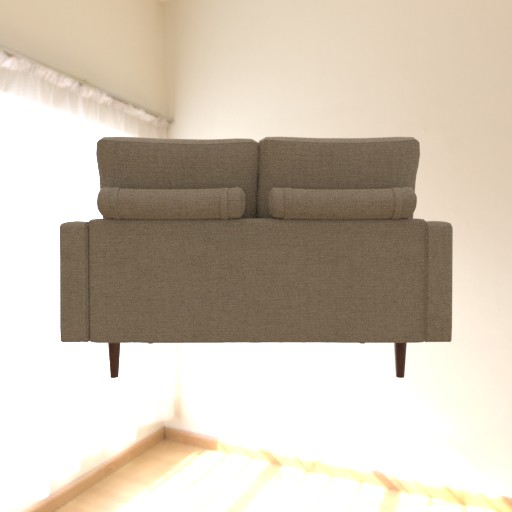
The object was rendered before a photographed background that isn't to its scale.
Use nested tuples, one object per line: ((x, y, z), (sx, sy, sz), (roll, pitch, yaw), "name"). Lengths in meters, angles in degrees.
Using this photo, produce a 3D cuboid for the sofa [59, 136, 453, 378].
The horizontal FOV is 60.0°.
((0.000, 0.000, 1.955), (1.407, 0.907, 0.842), (0, 1, 0), "sofa")
